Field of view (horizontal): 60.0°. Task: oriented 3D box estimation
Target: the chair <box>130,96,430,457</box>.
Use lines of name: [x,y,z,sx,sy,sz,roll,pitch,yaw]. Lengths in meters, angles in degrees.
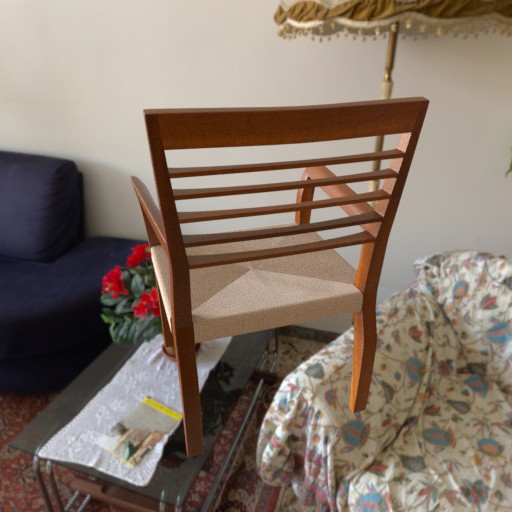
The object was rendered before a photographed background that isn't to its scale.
chair: [0.000,0.000,1.207,0.587,0.855,0.540,-8,28,-16]
